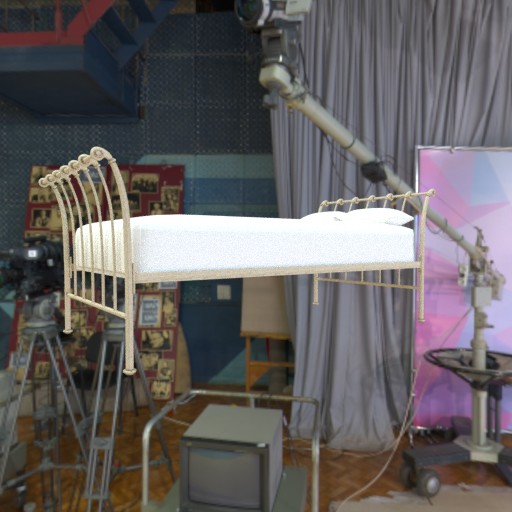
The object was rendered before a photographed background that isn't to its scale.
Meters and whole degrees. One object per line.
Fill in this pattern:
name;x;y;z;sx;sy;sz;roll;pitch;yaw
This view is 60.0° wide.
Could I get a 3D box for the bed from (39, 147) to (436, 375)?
bed;0.000;0.000;2.698;2.228;0.873;1.032;-1;2;-36
